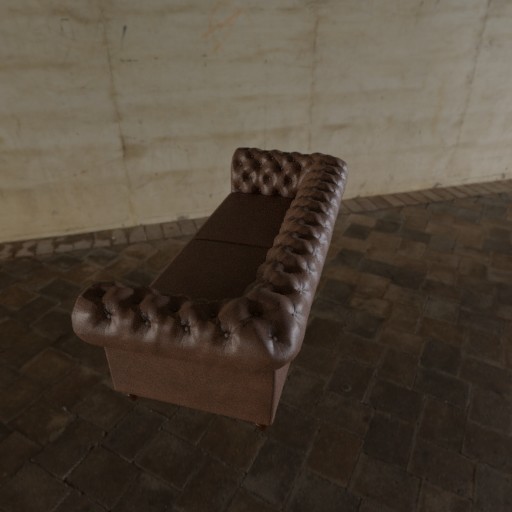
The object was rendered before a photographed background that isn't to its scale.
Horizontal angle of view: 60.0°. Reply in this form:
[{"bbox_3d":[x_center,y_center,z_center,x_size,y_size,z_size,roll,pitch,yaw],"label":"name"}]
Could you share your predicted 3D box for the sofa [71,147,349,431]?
[{"bbox_3d":[0.000,0.000,2.834,0.944,0.783,2.385,8,31,13],"label":"sofa"}]
